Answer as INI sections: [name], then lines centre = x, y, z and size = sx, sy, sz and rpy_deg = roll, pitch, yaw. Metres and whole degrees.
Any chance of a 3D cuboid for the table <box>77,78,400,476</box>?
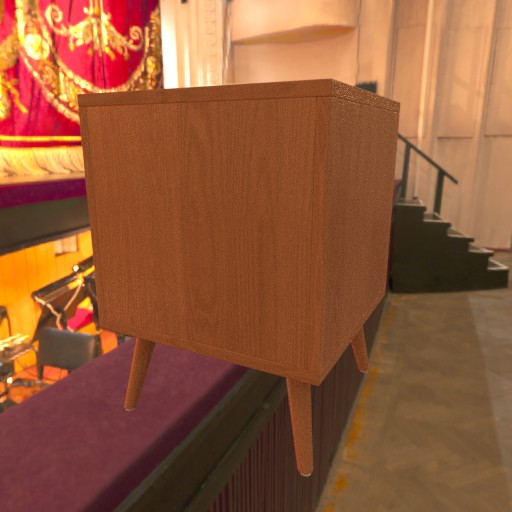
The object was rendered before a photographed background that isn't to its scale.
[table]
centre = 0.000, 0.000, 0.819
size = 0.400, 0.550, 0.400
rpy_deg = 8, 17, 27
